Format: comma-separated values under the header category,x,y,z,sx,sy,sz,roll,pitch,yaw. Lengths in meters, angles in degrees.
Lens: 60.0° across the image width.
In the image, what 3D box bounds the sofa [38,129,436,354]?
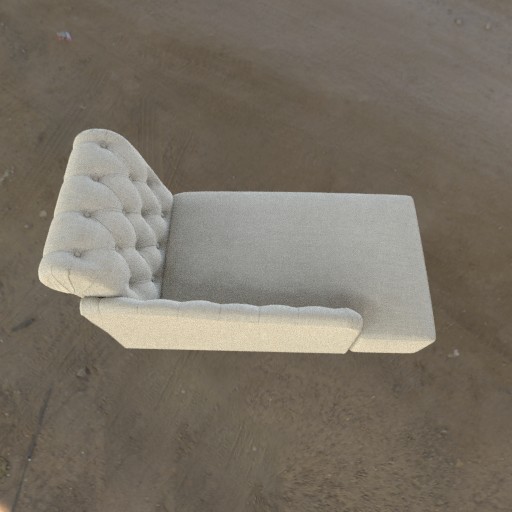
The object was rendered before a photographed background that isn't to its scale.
category,x,y,z,sx,sy,sz,roll,pitch,yaw
sofa,0.000,0.000,1.801,1.379,0.787,0.675,1,62,1
